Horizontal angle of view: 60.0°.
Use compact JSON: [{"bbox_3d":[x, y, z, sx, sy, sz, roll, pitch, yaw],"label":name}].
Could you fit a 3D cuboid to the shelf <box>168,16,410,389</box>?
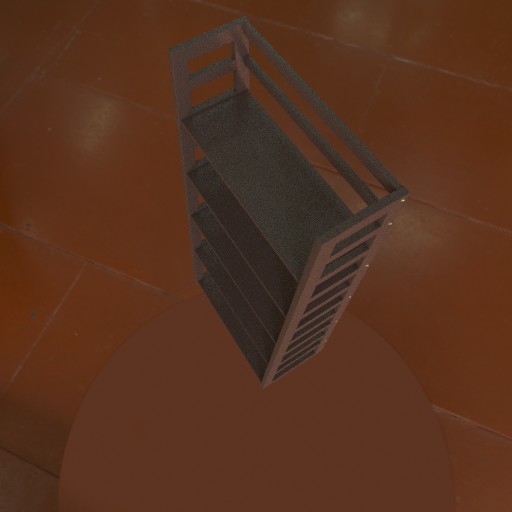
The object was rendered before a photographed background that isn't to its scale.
[{"bbox_3d":[0.000,0.000,1.887,0.403,1.600,0.763,-30,68,-13],"label":"shelf"}]
